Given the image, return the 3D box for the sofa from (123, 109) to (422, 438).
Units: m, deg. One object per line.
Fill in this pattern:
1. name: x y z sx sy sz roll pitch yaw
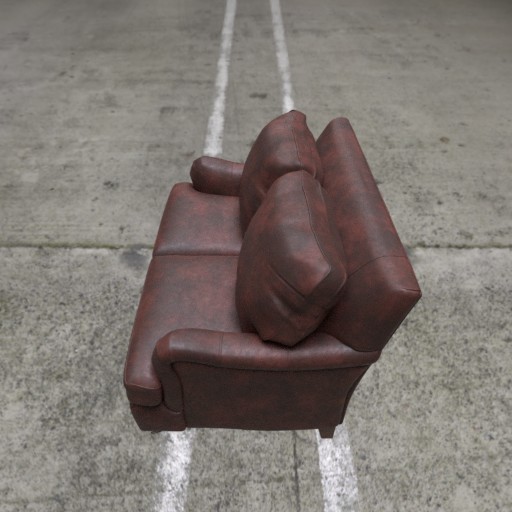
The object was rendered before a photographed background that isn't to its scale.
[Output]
1. sofa: 0.000 0.000 2.376 1.148 1.070 1.628 0 40 -1
